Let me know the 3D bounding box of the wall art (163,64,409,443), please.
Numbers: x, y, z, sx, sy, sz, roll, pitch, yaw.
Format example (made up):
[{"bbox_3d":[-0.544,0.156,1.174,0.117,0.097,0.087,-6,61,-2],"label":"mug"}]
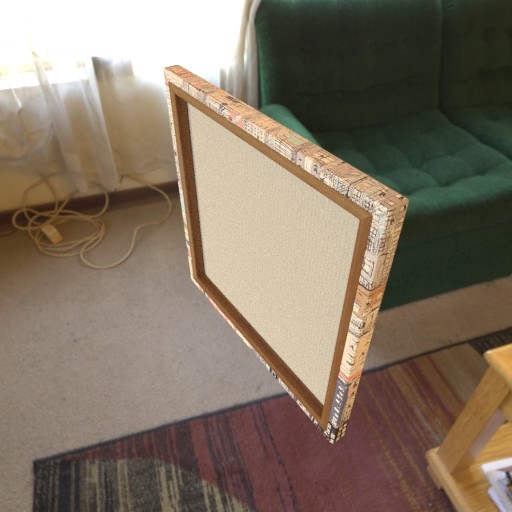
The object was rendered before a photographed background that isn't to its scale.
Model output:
[{"bbox_3d":[0.000,0.000,0.926,0.038,0.608,0.607,-25,47,-26],"label":"wall art"}]
